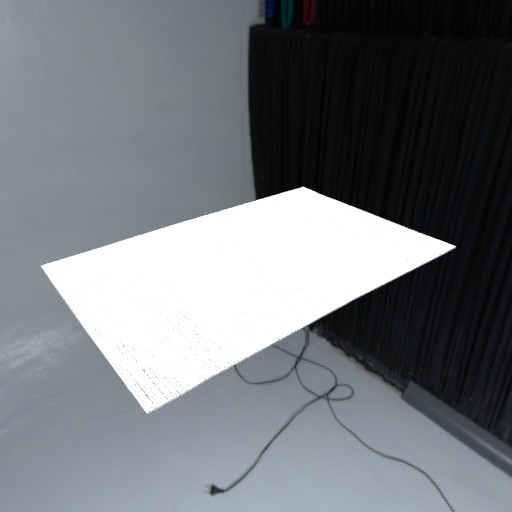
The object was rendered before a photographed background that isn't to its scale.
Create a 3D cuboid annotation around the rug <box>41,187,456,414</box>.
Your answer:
[{"bbox_3d":[0.000,0.000,2.239,1.773,0.021,1.149,-21,35,-33],"label":"rug"}]
